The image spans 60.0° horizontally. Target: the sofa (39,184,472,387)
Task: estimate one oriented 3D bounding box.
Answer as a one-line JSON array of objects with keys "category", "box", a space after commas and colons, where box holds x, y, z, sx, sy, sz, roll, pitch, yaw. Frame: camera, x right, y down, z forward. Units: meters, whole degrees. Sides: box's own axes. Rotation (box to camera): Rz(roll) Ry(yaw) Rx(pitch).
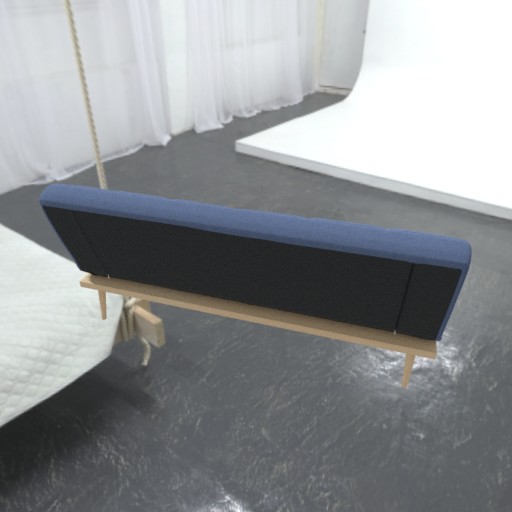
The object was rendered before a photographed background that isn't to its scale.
[{"category": "sofa", "box": [0.000, 0.000, 2.220, 1.800, 0.800, 0.796, 9, 33, 15]}]
